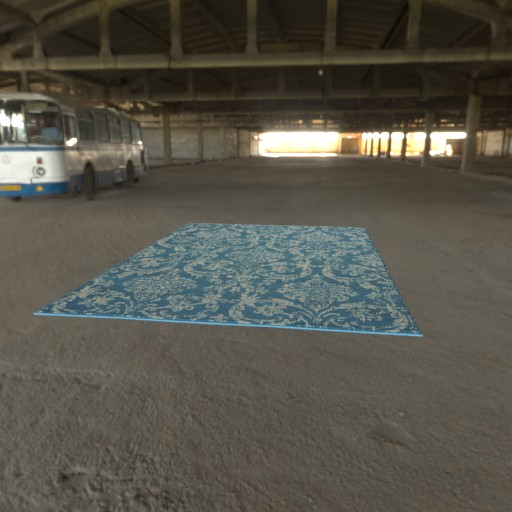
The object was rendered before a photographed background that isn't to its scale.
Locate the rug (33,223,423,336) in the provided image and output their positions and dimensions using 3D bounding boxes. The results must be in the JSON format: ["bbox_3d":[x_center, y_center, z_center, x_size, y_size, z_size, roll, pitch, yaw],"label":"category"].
[{"bbox_3d":[0.000,0.000,2.787,1.554,0.012,2.205,2,14,8],"label":"rug"}]
